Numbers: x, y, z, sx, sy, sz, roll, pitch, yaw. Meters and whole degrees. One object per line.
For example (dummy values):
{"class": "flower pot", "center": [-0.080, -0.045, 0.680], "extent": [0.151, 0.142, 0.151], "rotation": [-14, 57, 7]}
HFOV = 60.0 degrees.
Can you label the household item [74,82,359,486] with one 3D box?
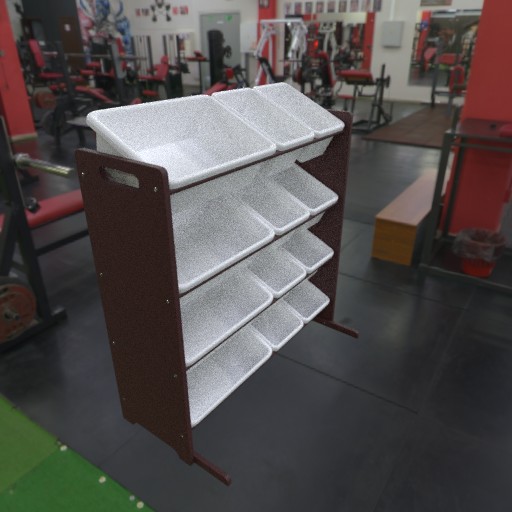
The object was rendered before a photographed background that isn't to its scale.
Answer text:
{"class": "household item", "center": [0.000, 0.000, 1.281], "extent": [0.389, 0.864, 0.787], "rotation": [19, 32, 32]}
